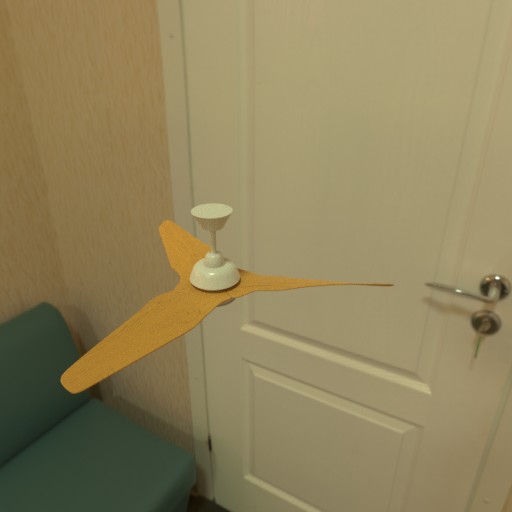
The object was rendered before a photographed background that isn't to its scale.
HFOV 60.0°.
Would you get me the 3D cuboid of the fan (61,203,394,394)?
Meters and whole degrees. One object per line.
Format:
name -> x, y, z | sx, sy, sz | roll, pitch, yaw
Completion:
fan -> 0.000, 0.000, 1.610 | 1.010, 0.355, 1.142 | 0, 26, 1
